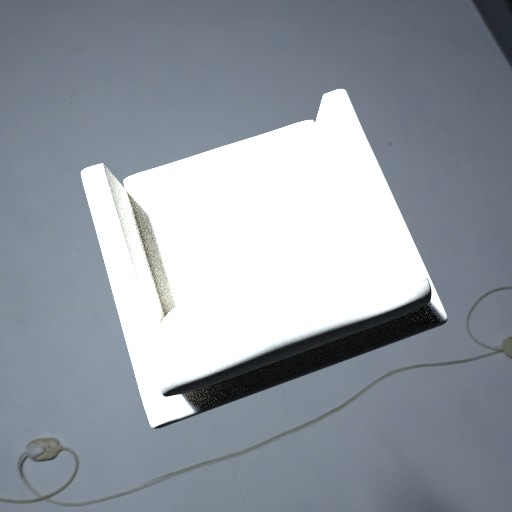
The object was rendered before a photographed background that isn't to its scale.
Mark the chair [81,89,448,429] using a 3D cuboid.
[{"bbox_3d":[0.000,0.000,1.598,0.964,0.806,0.875,-19,77,-5],"label":"chair"}]
